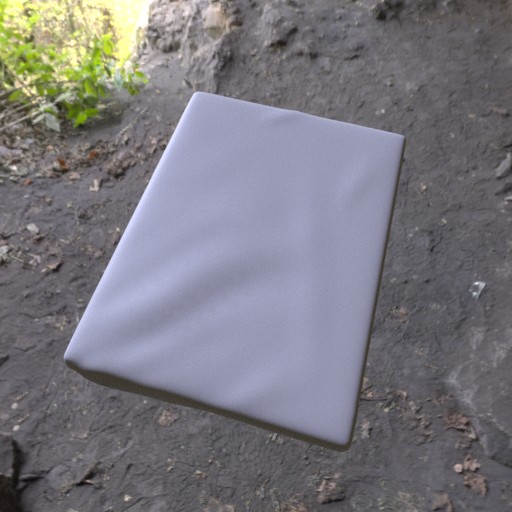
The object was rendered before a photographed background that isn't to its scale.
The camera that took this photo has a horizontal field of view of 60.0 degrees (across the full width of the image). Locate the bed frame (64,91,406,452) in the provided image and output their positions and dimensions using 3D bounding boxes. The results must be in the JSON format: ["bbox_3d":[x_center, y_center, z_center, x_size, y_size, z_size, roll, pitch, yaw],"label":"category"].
[{"bbox_3d":[0.000,0.000,2.946,1.584,0.667,2.151,15,64,7],"label":"bed frame"}]
